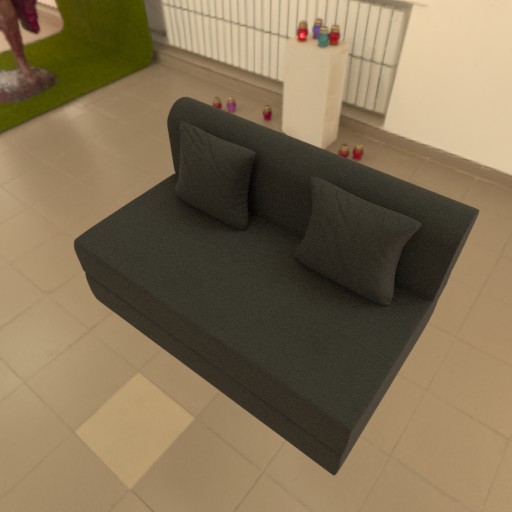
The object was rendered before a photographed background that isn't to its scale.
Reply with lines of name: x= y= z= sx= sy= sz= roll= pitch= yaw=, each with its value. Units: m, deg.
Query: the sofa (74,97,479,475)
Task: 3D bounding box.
sofa: x=0.000 y=0.000 z=1.655 sx=1.225 sy=0.670 sz=0.762 roll=29 pitch=52 yaw=25
